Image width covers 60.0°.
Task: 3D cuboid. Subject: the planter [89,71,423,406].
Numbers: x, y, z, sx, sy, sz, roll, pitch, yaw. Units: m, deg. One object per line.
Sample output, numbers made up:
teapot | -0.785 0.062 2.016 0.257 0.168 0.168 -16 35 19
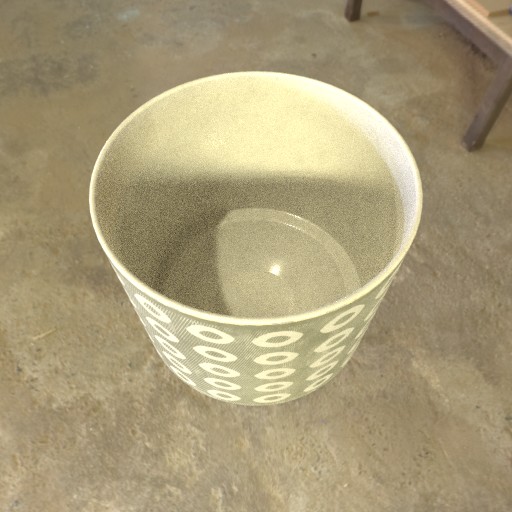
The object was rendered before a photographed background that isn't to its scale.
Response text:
planter | 0.000 0.000 0.438 0.250 0.239 0.250 0 57 0
